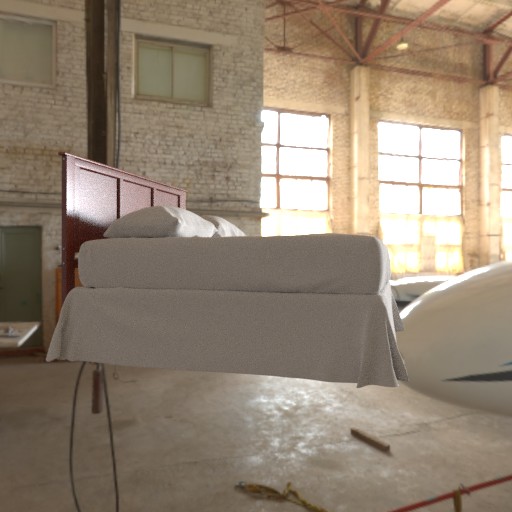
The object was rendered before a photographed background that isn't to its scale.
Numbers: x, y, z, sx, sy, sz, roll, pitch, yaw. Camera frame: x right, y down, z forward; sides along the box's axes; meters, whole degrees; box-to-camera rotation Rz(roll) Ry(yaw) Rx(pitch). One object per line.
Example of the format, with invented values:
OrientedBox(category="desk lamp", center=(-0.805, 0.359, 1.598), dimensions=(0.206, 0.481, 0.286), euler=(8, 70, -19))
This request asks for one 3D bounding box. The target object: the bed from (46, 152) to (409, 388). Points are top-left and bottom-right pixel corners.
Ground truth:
OrientedBox(category="bed", center=(0.000, 0.000, 3.192), dimensions=(2.050, 1.270, 1.870), euler=(0, 0, 18))
